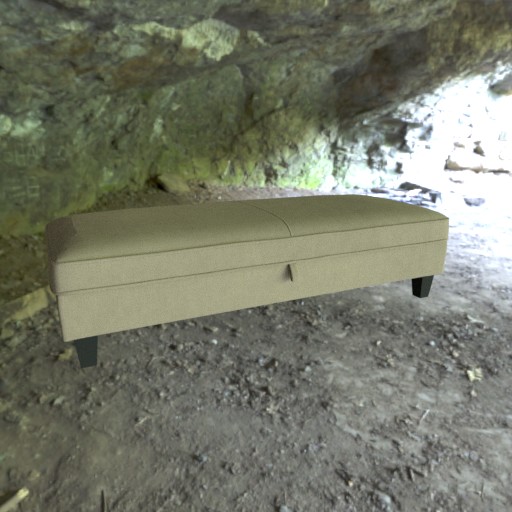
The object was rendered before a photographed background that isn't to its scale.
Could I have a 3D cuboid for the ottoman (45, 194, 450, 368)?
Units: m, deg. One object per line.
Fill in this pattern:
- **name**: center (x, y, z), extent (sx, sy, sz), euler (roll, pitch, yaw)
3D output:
- **ottoman**: center (0.000, 0.000, 2.036), extent (1.726, 0.460, 0.735), euler (-7, 17, -24)
